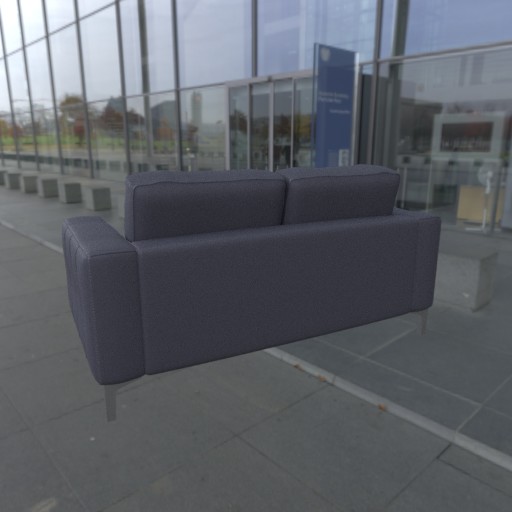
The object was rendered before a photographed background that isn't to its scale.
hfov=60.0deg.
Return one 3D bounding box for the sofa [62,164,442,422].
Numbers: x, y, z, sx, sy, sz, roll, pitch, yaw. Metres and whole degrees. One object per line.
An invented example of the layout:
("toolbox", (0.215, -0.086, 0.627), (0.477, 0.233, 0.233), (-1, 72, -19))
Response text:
("sofa", (0.000, 0.000, 2.224), (1.726, 0.893, 0.833), (-8, 16, -27))
